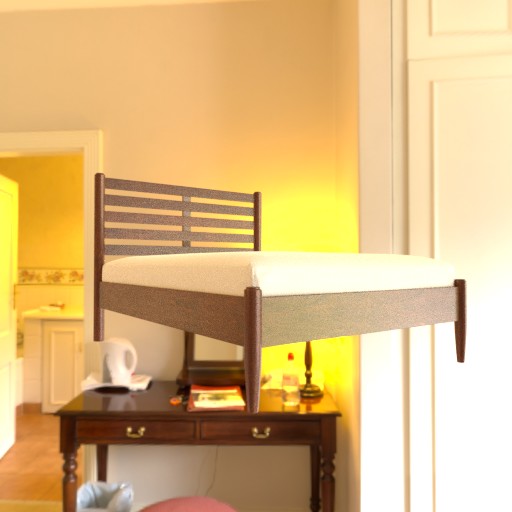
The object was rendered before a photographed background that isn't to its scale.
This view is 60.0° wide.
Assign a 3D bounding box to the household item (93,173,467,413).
[{"bbox_3d":[0.000,0.000,3.177,1.663,1.356,2.232,1,-1,-36],"label":"household item"}]
